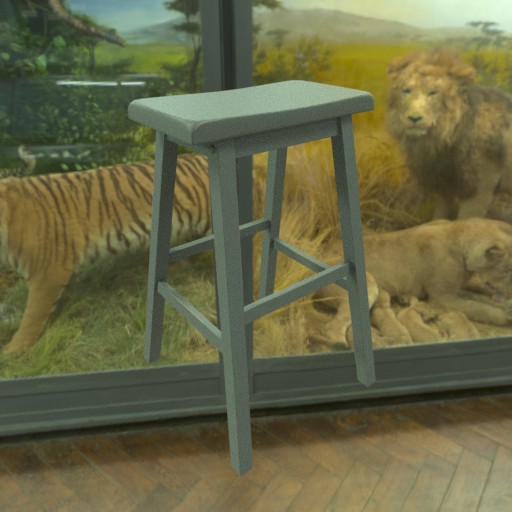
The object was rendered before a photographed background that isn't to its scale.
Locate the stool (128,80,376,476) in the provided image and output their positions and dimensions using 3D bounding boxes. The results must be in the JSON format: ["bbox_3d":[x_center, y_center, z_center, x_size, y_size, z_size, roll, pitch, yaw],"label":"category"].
[{"bbox_3d":[0.000,0.000,1.070,0.457,0.737,0.476,-21,36,-32],"label":"stool"}]
